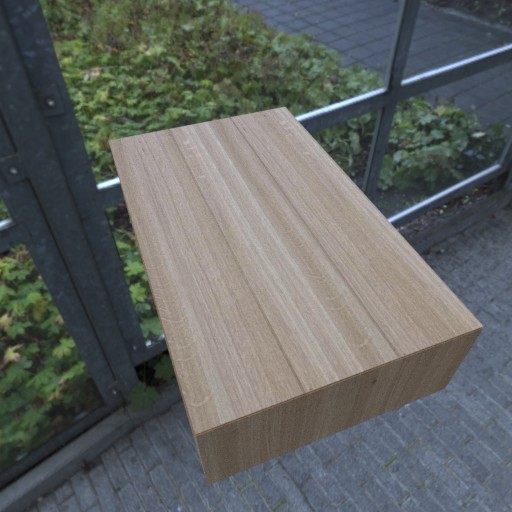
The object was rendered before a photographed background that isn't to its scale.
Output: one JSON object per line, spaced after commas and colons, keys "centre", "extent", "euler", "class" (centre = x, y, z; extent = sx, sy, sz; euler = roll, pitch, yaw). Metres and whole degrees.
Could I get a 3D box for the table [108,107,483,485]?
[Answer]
{"centre": [0.000, 0.000, 1.405], "extent": [0.678, 0.353, 1.110], "euler": [-16, 48, -15], "class": "table"}
